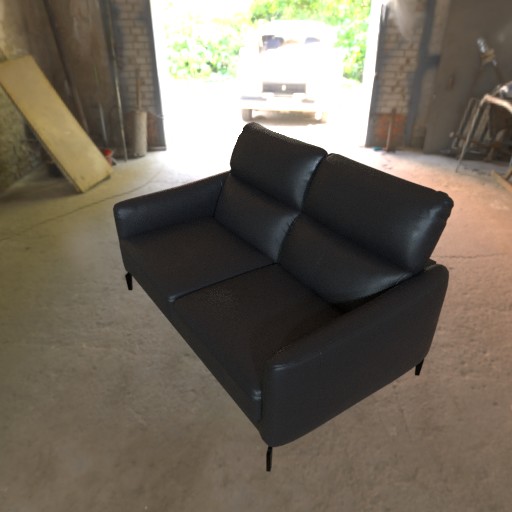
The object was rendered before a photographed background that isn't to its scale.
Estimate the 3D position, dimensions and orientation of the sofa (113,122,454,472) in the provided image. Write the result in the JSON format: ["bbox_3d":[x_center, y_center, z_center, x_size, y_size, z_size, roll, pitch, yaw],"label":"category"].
[{"bbox_3d":[0.000,0.000,2.195,0.958,0.920,1.596,-19,36,-29],"label":"sofa"}]
